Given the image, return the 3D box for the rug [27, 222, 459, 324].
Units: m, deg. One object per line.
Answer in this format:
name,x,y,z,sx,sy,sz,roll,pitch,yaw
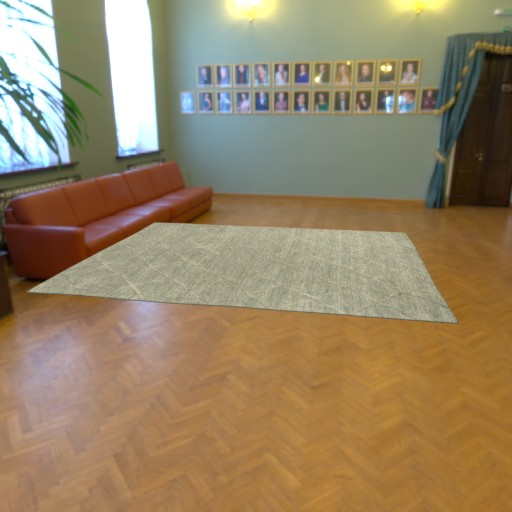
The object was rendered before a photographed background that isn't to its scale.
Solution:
rug,0.000,0.000,4.164,3.048,0.013,2.438,3,17,10
